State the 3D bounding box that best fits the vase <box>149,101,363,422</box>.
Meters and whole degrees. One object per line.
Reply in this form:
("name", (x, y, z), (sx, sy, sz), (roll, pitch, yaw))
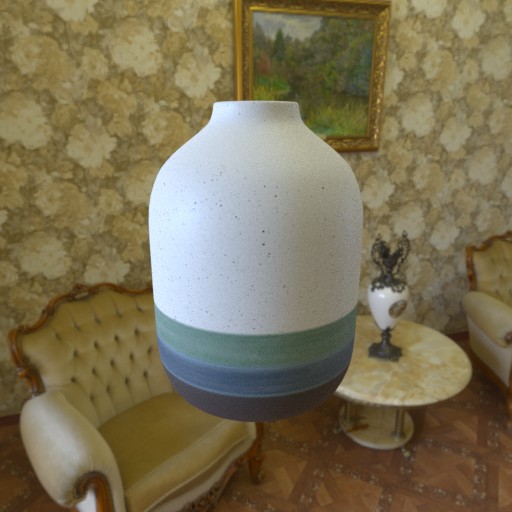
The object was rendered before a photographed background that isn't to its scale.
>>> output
("vase", (0.000, 0.000, 0.367), (0.169, 0.240, 0.169), (0, 17, 0))
